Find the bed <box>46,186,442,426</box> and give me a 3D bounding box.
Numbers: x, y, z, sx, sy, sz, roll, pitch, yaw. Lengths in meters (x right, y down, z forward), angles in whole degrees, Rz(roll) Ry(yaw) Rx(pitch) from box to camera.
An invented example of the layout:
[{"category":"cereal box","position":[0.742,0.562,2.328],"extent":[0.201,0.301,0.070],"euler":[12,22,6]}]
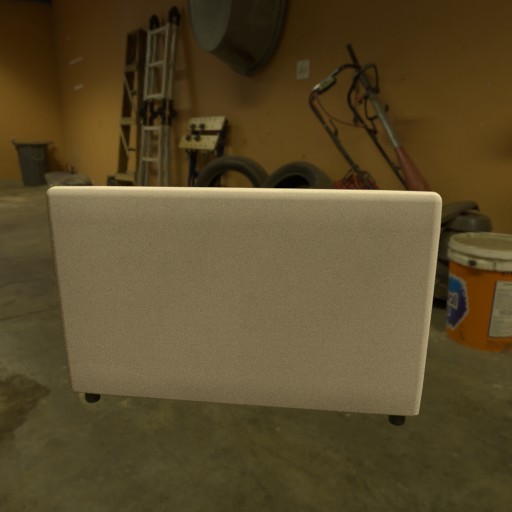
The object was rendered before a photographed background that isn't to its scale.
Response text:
[{"category":"bed","position":[0.000,0.000,3.487],"extent":[2.119,1.317,2.319],"euler":[2,15,7]}]
